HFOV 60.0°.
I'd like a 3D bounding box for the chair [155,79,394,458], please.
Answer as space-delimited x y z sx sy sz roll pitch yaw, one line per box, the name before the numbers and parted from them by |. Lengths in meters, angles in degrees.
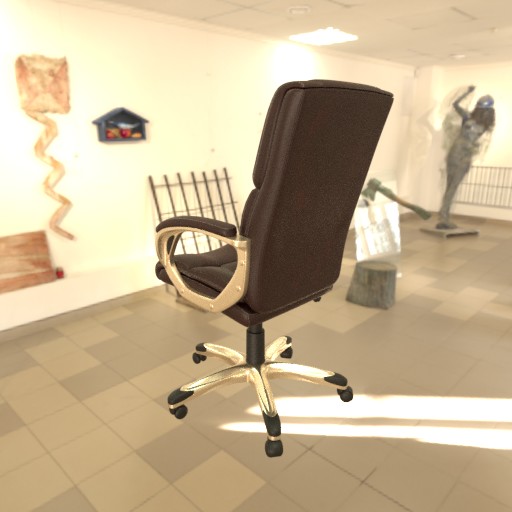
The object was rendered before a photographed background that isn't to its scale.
chair | 0.000 0.000 1.564 0.739 1.107 0.662 15 22 42
